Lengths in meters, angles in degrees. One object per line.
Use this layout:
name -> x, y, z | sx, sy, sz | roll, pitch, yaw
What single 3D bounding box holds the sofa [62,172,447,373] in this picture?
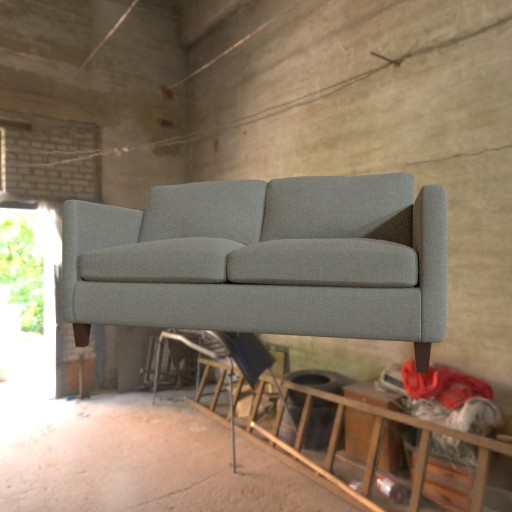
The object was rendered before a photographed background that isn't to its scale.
sofa -> 0.000, 0.000, 2.464 | 1.884, 0.947, 0.951 | 0, 0, 17
